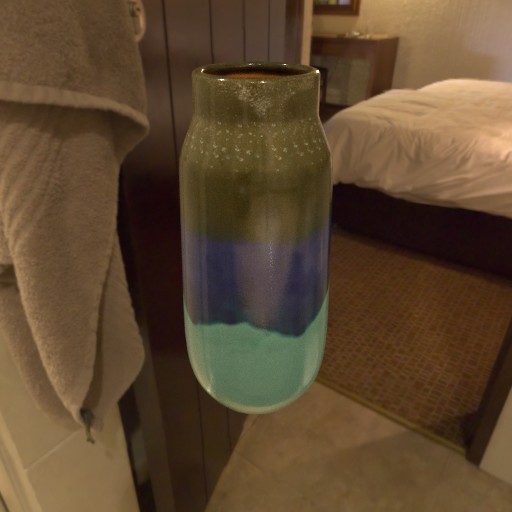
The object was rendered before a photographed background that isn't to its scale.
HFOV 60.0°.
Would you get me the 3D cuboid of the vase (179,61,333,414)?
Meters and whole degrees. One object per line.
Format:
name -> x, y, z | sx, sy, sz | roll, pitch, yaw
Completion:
vase -> 0.000, 0.000, 0.398 | 0.139, 0.313, 0.139 | 0, 30, 0
